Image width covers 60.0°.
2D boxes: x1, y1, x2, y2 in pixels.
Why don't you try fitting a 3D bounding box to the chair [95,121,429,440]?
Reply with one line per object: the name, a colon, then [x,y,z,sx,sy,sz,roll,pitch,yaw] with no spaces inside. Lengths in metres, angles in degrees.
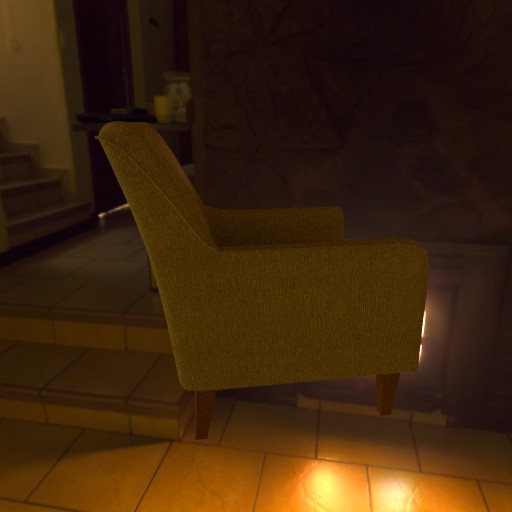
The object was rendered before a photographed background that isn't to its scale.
chair: [0.000,0.000,1.589,0.899,0.919,0.780,-3,17,-9]
